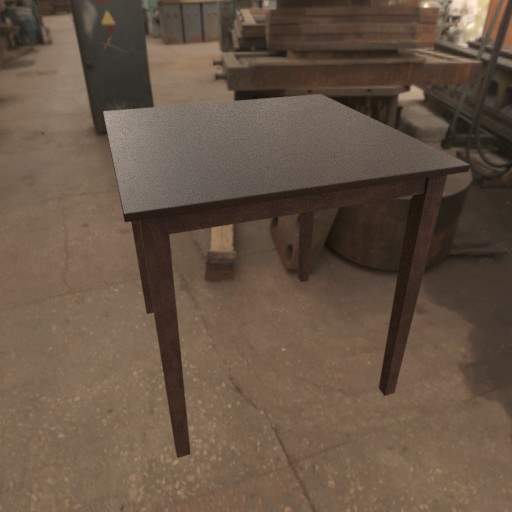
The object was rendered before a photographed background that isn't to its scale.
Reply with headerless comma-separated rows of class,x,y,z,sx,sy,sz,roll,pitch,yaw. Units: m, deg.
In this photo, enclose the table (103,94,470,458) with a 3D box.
table,0.000,0.000,1.385,0.749,0.770,0.749,-10,34,-16
